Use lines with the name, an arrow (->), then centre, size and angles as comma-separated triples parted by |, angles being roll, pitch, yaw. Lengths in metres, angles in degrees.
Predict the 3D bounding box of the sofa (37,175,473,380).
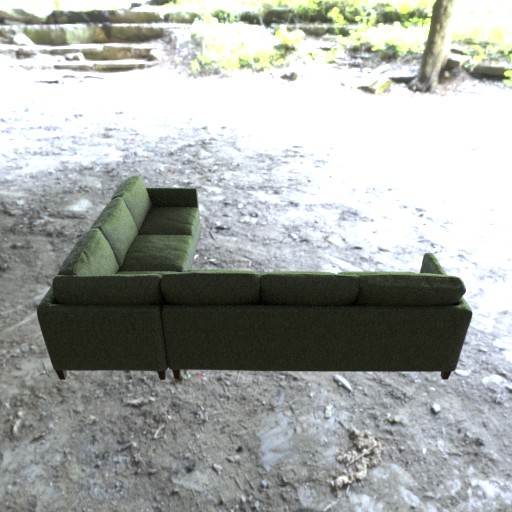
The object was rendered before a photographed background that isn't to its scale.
sofa -> 0.000, 0.000, 4.496 | 3.302, 0.947, 2.593 | 0, 30, 0
